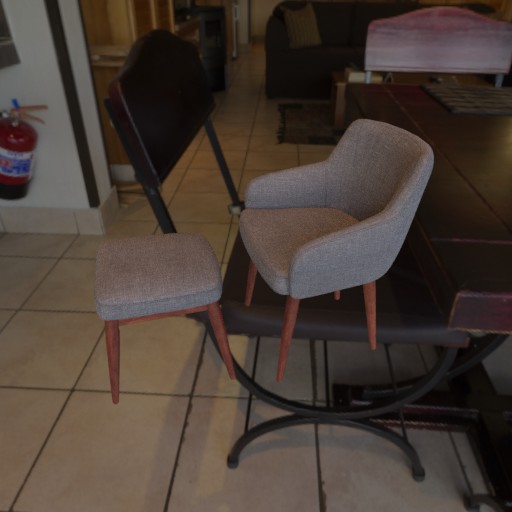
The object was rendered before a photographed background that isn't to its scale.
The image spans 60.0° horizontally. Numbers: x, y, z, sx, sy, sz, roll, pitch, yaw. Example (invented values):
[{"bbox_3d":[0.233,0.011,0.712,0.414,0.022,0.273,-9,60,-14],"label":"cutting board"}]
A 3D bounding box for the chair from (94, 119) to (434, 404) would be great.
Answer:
[{"bbox_3d":[0.000,0.000,1.571,1.107,0.799,0.584,-8,33,-13],"label":"chair"}]
